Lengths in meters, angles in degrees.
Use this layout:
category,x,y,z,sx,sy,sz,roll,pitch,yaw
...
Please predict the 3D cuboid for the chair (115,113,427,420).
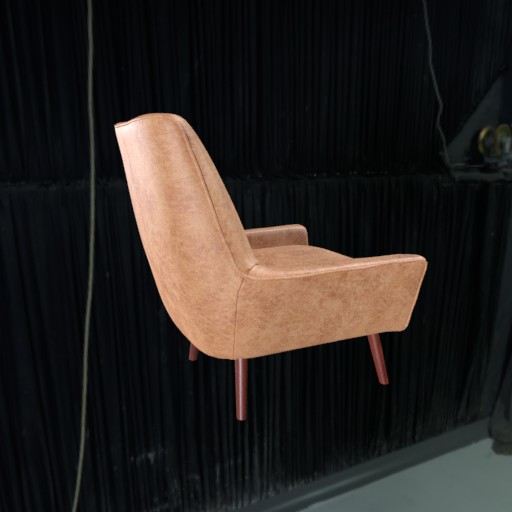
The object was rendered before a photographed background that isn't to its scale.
category,x,y,z,sx,sy,sz,roll,pitch,yaw
chair,0.000,0.000,1.513,0.851,0.883,0.753,-7,14,-26
